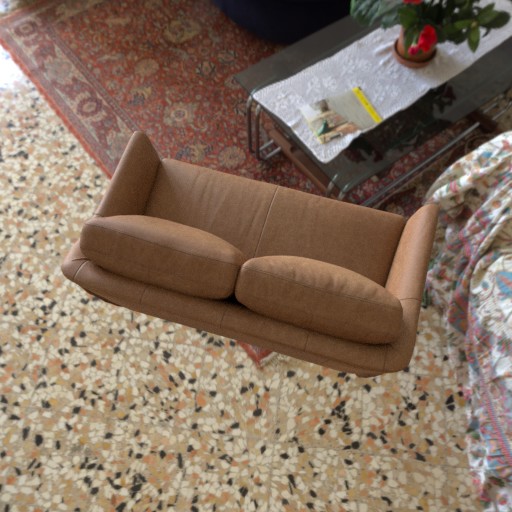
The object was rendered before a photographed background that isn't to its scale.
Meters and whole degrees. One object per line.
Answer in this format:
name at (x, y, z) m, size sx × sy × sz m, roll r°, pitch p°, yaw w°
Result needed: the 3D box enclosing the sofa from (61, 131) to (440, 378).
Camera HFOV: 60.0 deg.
sofa at (0.000, 0.000, 2.199) m, size 1.619 × 0.902 × 0.960 m, roll 15°, pitch 66°, yaw 7°
